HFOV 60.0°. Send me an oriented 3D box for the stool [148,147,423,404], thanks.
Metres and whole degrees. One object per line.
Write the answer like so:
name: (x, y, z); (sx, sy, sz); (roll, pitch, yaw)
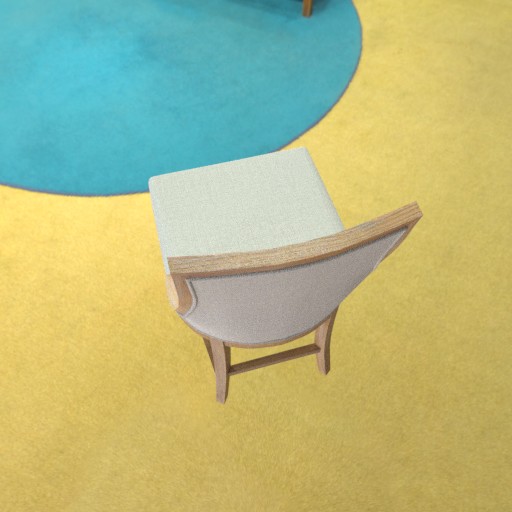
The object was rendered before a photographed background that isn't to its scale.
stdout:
stool: (0.000, 0.000, 1.260); (0.524, 0.938, 0.626); (-13, 58, -8)
